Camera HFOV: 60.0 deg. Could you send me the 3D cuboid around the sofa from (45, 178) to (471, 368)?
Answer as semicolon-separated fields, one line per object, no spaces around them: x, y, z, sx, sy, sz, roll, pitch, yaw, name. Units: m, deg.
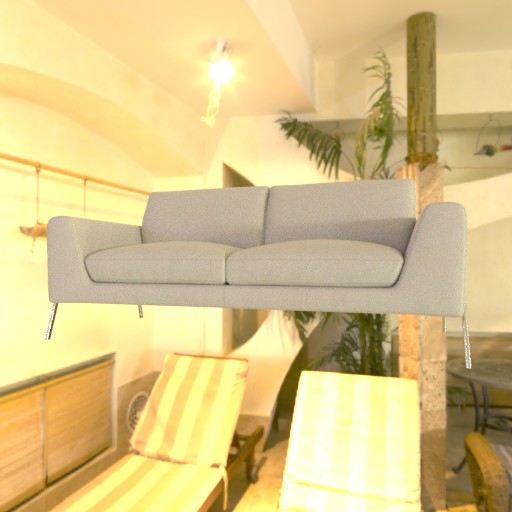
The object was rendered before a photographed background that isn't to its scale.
0.000;0.000;2.440;2.017;0.875;0.953;0;-1;17;sofa
